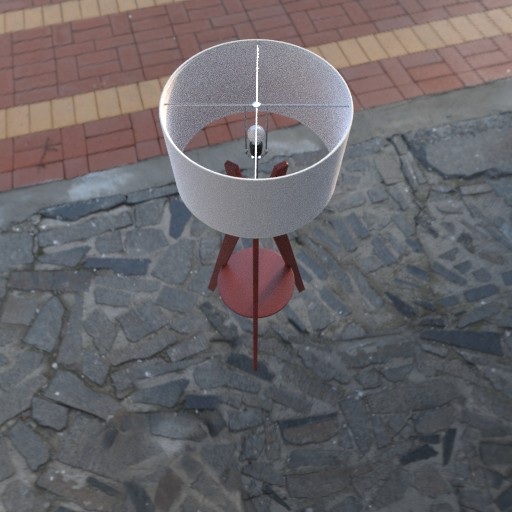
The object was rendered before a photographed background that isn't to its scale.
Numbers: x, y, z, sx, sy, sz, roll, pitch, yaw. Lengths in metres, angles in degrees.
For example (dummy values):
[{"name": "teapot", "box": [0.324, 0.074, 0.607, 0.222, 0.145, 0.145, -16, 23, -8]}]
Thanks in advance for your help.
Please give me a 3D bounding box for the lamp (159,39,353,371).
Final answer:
[{"name": "lamp", "box": [0.000, 0.000, 1.715, 0.539, 1.472, 0.542, 1, 62, 0]}]
